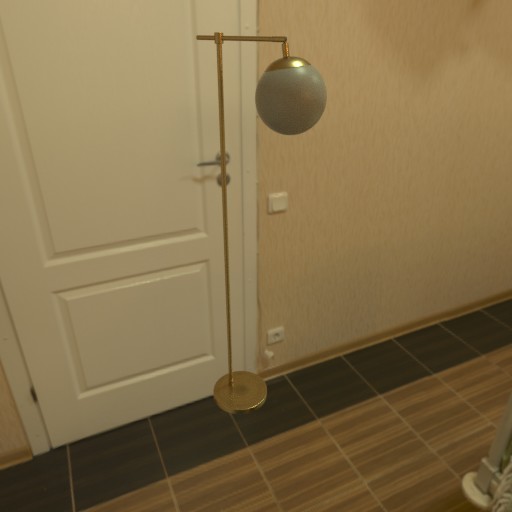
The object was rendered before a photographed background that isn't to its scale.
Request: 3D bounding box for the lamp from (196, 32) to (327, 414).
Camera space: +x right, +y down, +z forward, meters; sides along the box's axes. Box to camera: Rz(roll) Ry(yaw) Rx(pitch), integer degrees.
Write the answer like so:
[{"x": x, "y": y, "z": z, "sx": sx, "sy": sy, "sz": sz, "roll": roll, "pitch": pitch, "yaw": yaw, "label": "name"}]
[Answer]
[{"x": 0.000, "y": 0.000, "z": 1.673, "sx": 0.476, "sy": 1.505, "sz": 0.249, "roll": 19, "pitch": 33, "yaw": 31, "label": "lamp"}]
